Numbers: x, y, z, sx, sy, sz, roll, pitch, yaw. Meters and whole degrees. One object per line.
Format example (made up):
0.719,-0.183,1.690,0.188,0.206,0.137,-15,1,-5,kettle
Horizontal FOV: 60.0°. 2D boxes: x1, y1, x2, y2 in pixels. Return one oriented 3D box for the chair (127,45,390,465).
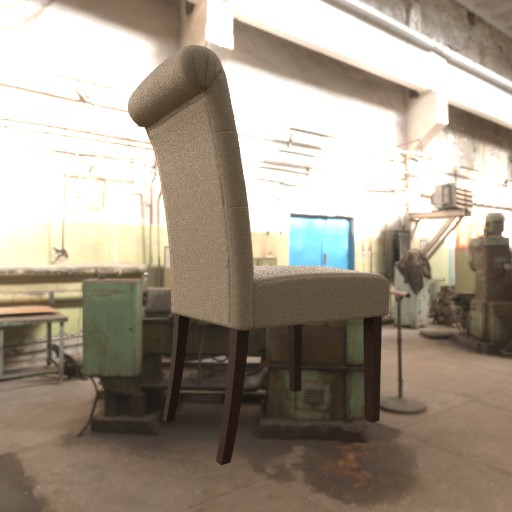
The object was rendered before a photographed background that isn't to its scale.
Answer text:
0.000,0.000,1.339,0.671,1.006,0.456,0,0,-34,chair
